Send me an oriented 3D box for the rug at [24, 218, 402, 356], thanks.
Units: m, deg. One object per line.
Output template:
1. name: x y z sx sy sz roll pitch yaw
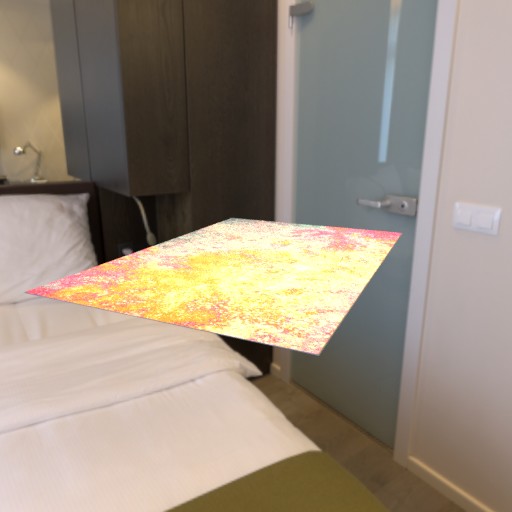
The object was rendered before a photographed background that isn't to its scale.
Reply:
1. rug: 0.000 0.000 3.748 2.007 0.013 2.896 7 17 24
